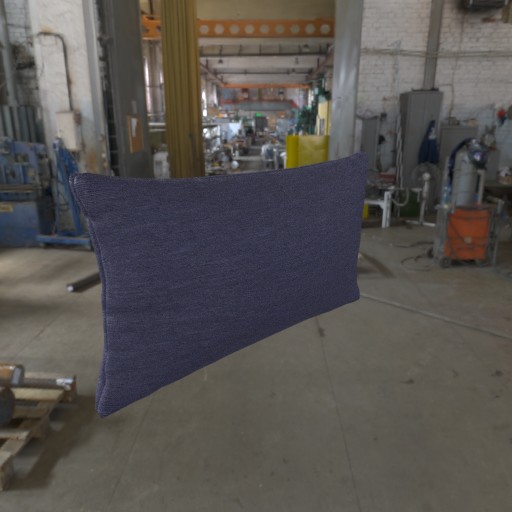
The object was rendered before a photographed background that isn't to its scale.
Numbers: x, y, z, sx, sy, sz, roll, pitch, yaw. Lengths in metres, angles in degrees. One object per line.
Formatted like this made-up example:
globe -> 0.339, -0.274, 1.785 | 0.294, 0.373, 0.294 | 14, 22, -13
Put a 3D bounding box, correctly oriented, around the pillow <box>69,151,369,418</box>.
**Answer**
pillow -> 0.000, 0.000, 0.787 | 0.633, 0.338, 0.210 | -15, 23, -41
